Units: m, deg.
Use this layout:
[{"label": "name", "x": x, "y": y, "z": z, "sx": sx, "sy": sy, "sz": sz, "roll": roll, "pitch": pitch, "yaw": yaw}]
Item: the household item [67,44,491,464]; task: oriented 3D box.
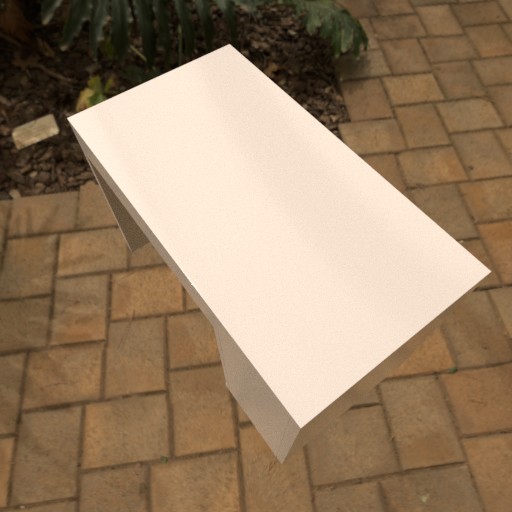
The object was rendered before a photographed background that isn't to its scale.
[{"label": "household item", "x": 0.000, "y": 0.000, "z": 1.524, "sx": 0.597, "sy": 0.749, "sz": 1.100, "roll": -33, "pitch": 65, "yaw": -18}]
